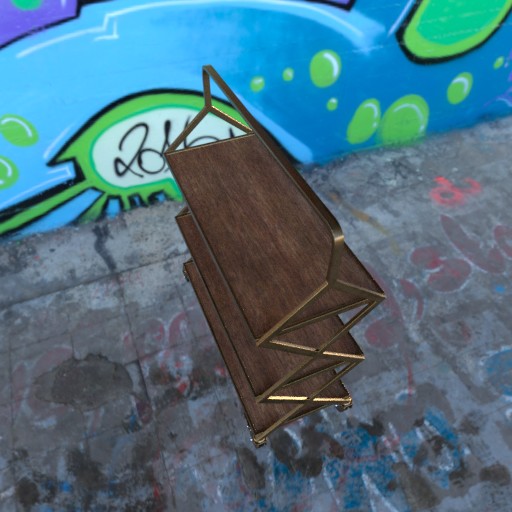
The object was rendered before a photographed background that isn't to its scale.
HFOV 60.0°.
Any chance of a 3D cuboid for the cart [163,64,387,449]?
[{"bbox_3d":[0.000,0.000,1.217,0.313,0.805,0.723,-17,49,-15],"label":"cart"}]
